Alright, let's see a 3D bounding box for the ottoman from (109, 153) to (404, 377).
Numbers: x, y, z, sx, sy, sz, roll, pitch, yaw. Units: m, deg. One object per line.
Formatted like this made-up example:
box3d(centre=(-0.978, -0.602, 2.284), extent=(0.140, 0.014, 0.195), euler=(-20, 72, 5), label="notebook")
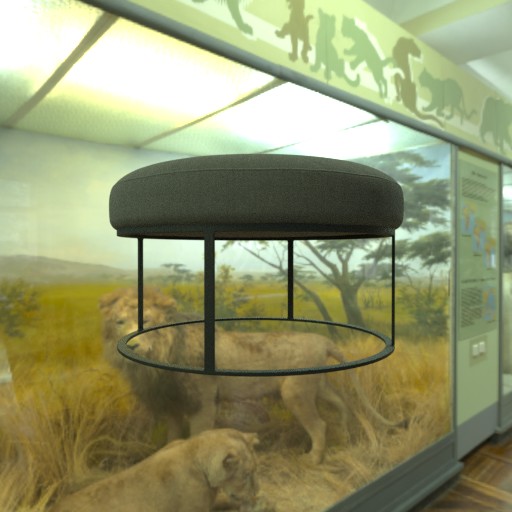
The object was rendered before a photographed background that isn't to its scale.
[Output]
box3d(centre=(0.000, 0.000, 1.219), extent=(0.772, 0.460, 0.772), euler=(0, 1, 0), label="ottoman")
